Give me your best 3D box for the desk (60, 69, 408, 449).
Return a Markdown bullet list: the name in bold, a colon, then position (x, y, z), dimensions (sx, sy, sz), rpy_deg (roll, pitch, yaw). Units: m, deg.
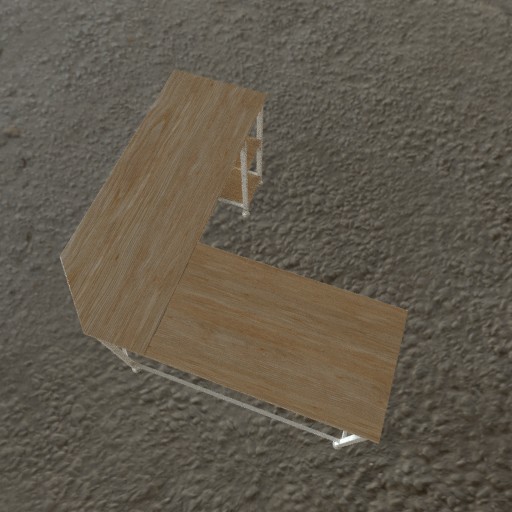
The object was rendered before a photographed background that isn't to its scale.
- **desk**: position (0.000, 0.000, 2.214), dimensions (1.379, 0.739, 1.379), rpy_deg (18, 66, 8)
